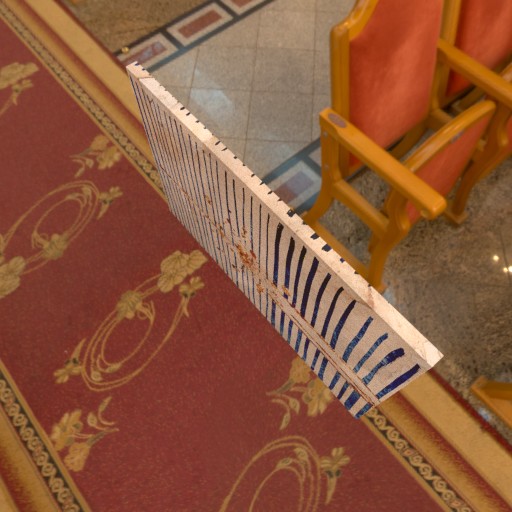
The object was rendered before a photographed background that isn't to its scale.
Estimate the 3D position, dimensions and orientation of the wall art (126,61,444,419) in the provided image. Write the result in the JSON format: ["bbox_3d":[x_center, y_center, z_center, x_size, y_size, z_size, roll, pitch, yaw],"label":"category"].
[{"bbox_3d":[0.000,0.000,1.151,0.030,0.609,0.919,-37,68,-17],"label":"wall art"}]
